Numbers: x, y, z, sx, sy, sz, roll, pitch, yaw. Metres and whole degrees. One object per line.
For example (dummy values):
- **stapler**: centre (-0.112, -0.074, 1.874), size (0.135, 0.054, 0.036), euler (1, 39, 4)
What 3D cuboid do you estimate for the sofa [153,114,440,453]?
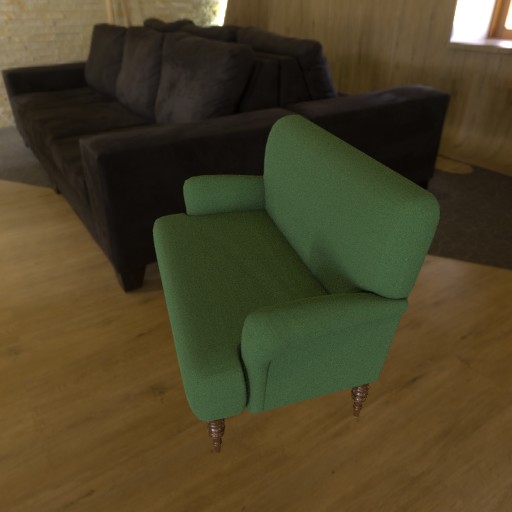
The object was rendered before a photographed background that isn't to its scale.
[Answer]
- **sofa**: centre (0.000, 0.000, 1.858), size (0.779, 0.889, 1.297), euler (-8, 31, -14)
